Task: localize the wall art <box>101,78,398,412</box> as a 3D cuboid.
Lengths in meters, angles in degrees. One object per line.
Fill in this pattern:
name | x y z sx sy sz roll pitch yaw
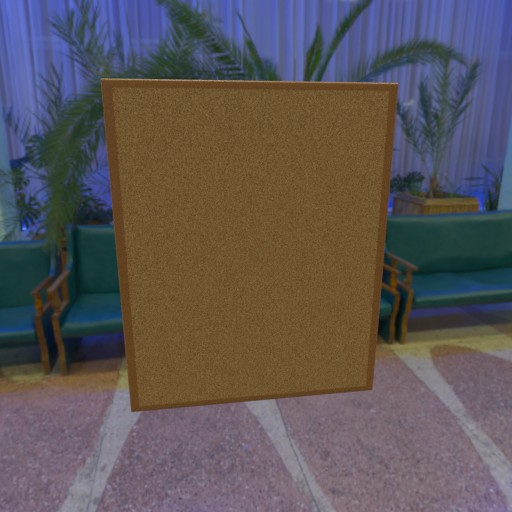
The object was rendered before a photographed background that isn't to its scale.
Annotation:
wall art | 0.000 0.000 0.752 0.452 0.553 0.022 -2 16 -8
